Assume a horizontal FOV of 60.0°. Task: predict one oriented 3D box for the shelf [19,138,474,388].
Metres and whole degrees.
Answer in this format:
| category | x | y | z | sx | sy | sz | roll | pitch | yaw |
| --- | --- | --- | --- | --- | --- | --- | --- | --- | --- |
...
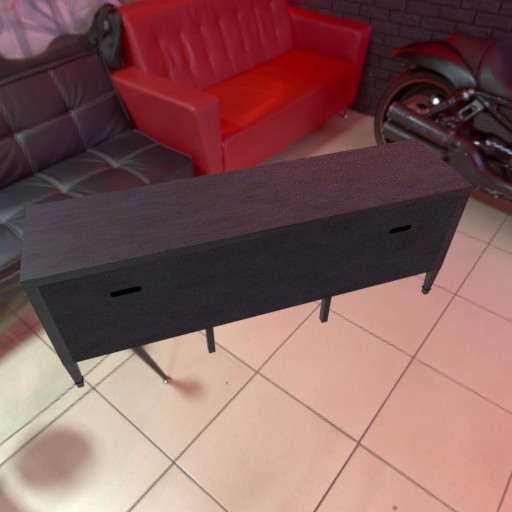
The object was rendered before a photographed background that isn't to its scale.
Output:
| category | x | y | z | sx | sy | sz | roll | pitch | yaw |
| --- | --- | --- | --- | --- | --- | --- | --- | --- | --- |
| shelf | 0.000 | 0.000 | 2.155 | 1.878 | 0.715 | 0.471 | -13 | 44 | -13 |
